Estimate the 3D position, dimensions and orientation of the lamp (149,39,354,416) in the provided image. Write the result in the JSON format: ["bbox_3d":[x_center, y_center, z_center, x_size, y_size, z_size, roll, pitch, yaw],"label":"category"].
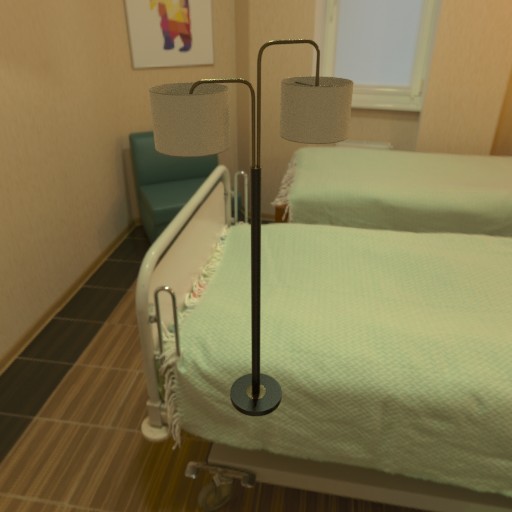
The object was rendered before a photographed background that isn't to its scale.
[{"bbox_3d":[0.000,0.000,1.811,0.711,1.587,0.254,-10,31,-18],"label":"lamp"}]
